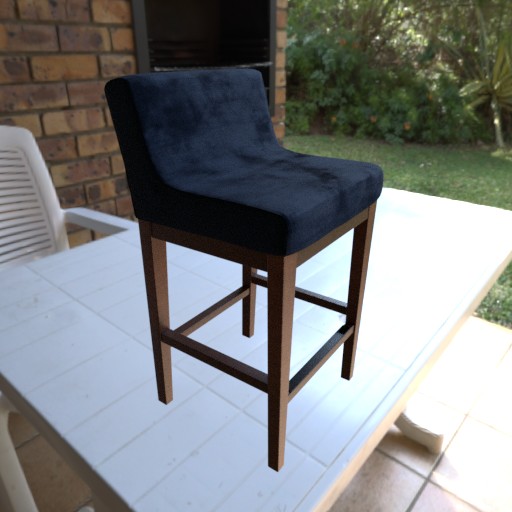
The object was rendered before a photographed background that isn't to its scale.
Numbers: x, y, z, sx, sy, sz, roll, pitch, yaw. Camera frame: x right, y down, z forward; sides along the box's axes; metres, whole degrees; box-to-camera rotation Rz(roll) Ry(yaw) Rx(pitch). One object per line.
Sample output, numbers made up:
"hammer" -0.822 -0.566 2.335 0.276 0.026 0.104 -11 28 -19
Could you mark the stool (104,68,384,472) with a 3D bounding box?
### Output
"stool" 0.000 0.000 1.236 0.516 0.945 0.511 17 30 32
